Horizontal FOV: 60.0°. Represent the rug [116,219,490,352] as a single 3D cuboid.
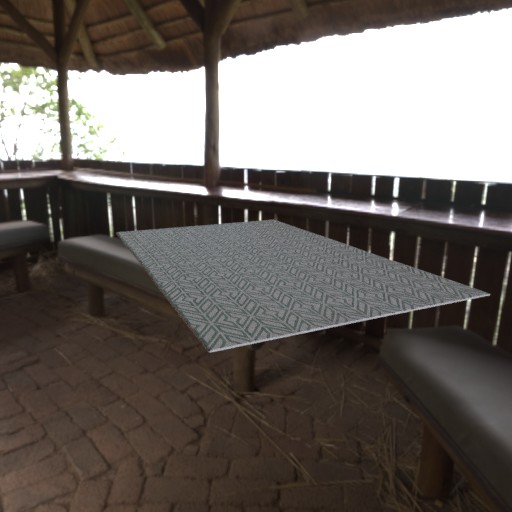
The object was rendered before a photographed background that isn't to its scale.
[{"bbox_3d":[0.000,0.000,3.028,1.517,0.011,2.435,-7,16,-24],"label":"rug"}]
